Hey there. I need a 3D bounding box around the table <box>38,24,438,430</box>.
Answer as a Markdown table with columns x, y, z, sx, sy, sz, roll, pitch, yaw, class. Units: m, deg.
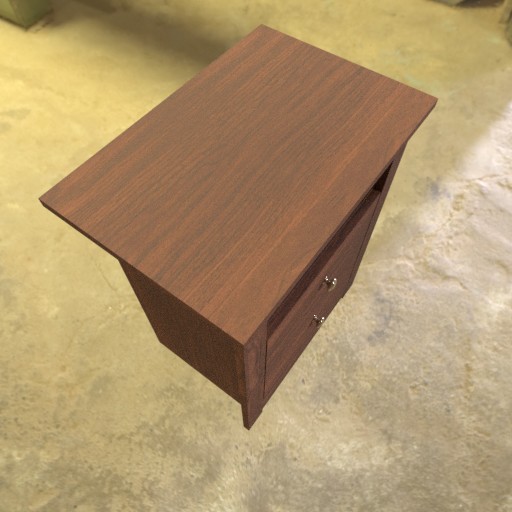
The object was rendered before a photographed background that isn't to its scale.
| x | y | z | sx | sy | sz | roll | pitch | yaw | class |
| --- | --- | --- | --- | --- | --- | --- | --- | --- | --- |
| 0.000 | 0.000 | 1.051 | 0.406 | 0.711 | 0.589 | 32 | 63 | 18 | table |
